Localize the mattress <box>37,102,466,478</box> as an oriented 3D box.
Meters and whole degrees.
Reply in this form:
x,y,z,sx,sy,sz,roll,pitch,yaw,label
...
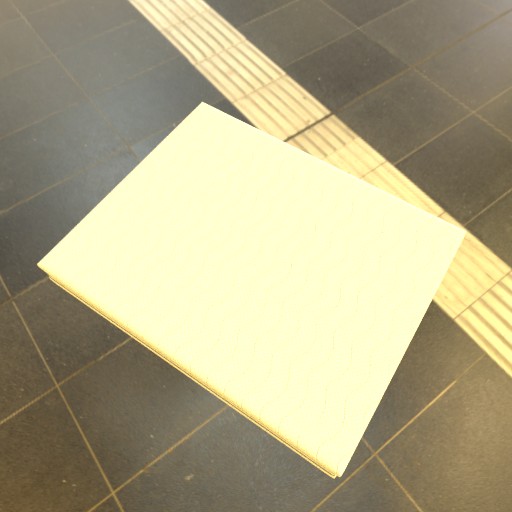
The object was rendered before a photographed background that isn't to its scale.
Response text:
x,y,z,sx,sy,sz,roll,pitch,yaw,label
0.000,0.000,2.715,2.000,0.230,1.600,30,65,15,mattress
